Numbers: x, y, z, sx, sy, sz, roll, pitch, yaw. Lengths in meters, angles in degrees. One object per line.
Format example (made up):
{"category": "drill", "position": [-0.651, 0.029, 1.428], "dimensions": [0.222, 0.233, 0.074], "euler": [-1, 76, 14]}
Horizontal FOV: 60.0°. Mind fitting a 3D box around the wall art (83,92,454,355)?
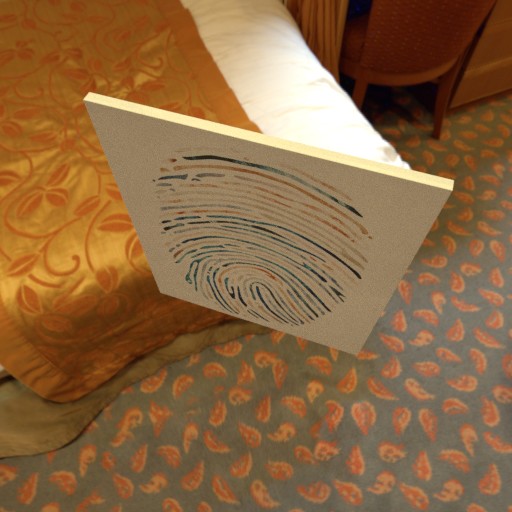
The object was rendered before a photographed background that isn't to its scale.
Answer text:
{"category": "wall art", "position": [0.000, 0.000, 1.000], "dimensions": [0.609, 0.710, 0.021], "euler": [16, 60, 10]}
